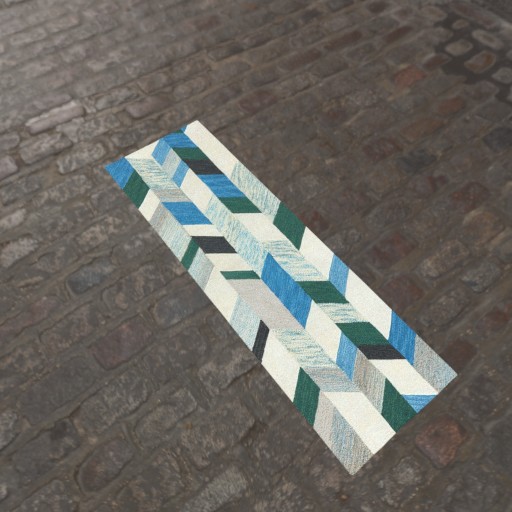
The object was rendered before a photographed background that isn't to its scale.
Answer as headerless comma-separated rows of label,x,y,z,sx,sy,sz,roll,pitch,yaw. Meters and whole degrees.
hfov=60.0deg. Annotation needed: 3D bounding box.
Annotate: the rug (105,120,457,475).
rug,0.000,0.000,2.676,0.774,0.008,2.437,-33,63,-19
